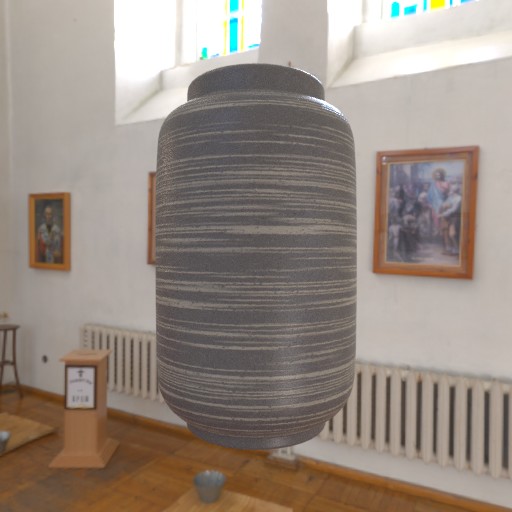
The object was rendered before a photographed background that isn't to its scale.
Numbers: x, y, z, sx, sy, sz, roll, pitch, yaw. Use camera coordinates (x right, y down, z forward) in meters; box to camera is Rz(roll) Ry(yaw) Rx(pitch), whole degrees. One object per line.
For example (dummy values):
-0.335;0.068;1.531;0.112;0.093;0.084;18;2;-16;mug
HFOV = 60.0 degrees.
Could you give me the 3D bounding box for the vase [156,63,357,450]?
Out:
0.000;0.000;0.670;0.297;0.499;0.297;0;0;0;vase
